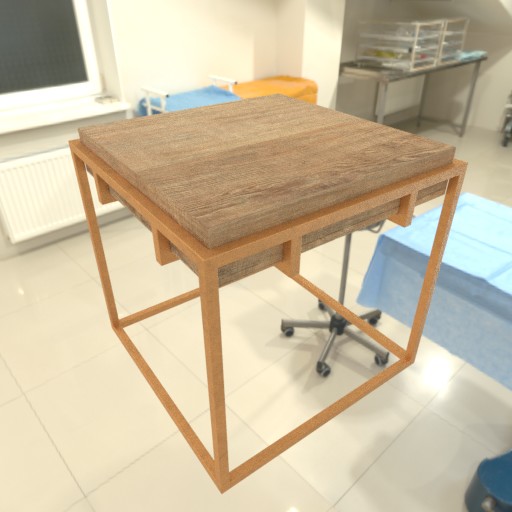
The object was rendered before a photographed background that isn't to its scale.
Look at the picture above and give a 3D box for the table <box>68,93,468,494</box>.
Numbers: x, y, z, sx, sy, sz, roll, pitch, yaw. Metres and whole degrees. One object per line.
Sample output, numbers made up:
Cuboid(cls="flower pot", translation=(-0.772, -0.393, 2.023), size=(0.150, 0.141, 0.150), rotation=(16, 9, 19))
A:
Cuboid(cls="table", translation=(0.000, 0.000, 1.071), size=(0.599, 0.584, 0.599), rotation=(-21, 38, -29))
